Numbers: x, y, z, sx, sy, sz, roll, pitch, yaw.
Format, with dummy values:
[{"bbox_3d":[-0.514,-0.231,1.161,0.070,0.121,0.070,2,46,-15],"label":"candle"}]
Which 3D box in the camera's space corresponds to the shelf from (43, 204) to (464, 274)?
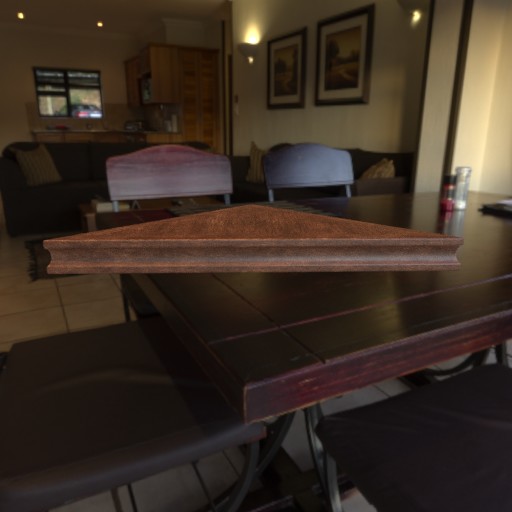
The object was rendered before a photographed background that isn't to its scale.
[{"bbox_3d":[0.000,0.000,0.445,0.296,0.035,0.296,15,22,41],"label":"shelf"}]
